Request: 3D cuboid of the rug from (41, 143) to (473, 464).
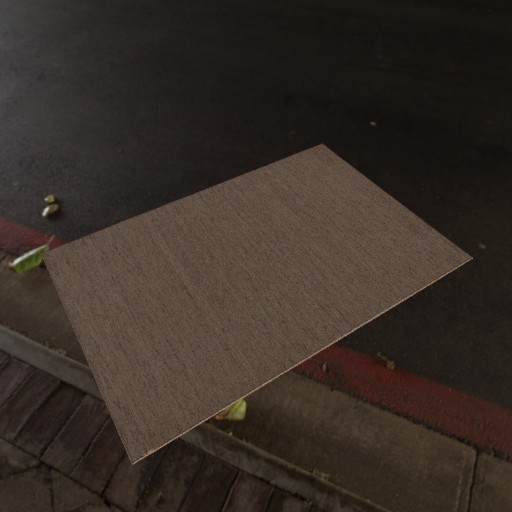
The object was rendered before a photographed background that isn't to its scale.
[{"bbox_3d":[0.000,0.000,2.270,1.840,0.013,1.225,-25,52,-21],"label":"rug"}]
